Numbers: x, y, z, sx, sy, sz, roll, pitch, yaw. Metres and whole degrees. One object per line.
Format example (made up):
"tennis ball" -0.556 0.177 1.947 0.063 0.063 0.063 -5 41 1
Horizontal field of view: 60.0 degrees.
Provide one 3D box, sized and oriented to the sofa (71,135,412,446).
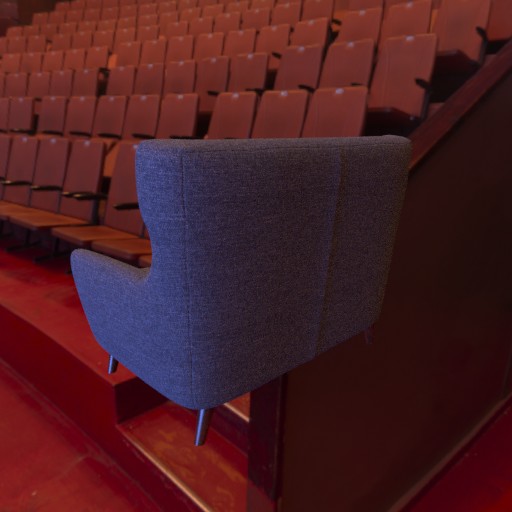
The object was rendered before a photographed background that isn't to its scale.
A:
"sofa" 0.000 0.000 1.963 1.358 1.028 0.874 -15 22 -42
